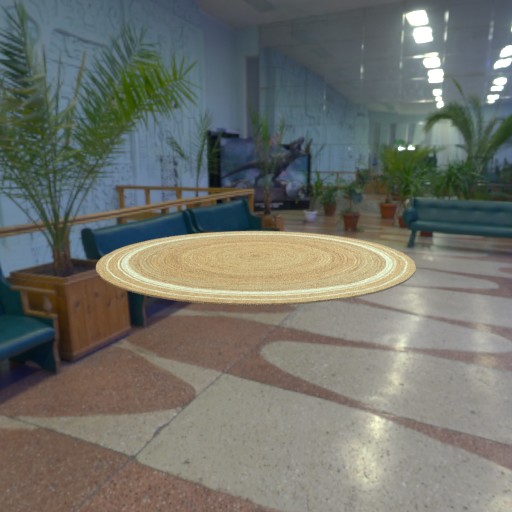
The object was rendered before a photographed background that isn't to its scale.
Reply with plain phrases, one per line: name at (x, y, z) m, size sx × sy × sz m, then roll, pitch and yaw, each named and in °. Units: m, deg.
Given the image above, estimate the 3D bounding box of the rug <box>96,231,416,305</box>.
rug at (0.000, 0.000, 3.592) m, size 2.444 × 0.015 × 2.444 m, roll 0°, pitch 12°, yaw 0°
